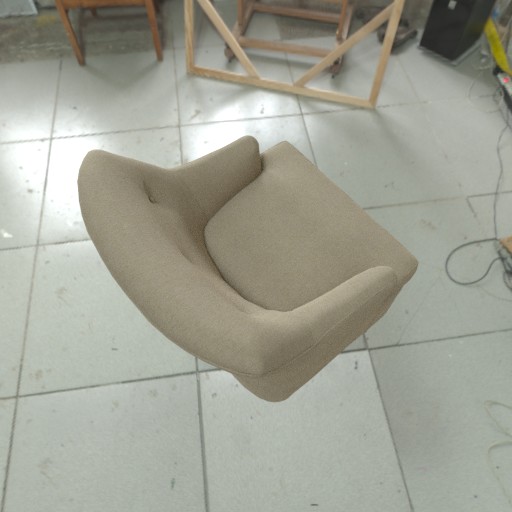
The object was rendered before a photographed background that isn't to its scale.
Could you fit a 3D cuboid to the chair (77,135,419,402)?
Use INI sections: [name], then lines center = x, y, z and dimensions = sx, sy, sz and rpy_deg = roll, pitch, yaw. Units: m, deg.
[chair]
center = 0.000, 0.000, 1.594
dimensions = 0.923, 0.856, 0.864
rpy_deg = -33, 65, -18
